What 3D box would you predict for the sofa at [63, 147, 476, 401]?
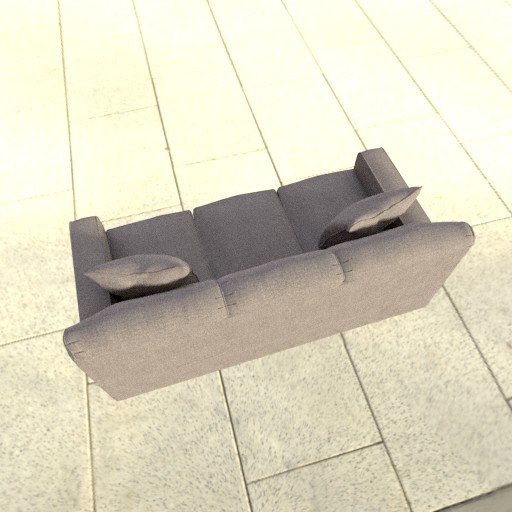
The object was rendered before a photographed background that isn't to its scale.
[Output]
[{"bbox_3d":[0.000,0.000,2.632,2.024,0.958,0.997,-15,60,-9],"label":"sofa"}]
